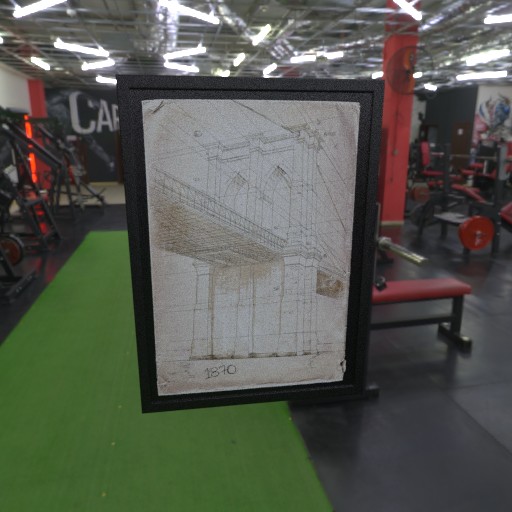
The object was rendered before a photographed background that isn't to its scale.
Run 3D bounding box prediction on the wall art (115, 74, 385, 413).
[{"bbox_3d":[0.000,0.000,1.284,0.707,0.967,0.013,-2,16,-8],"label":"wall art"}]
